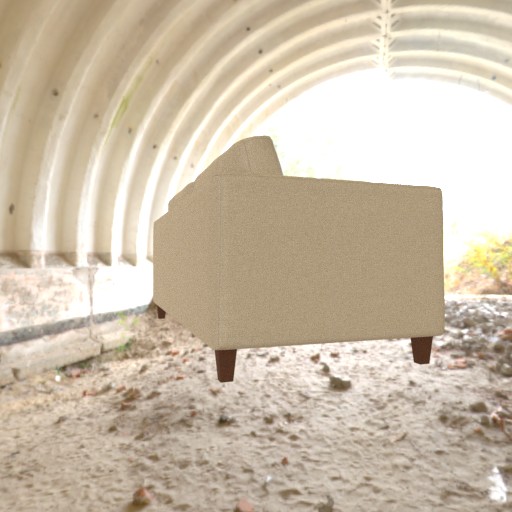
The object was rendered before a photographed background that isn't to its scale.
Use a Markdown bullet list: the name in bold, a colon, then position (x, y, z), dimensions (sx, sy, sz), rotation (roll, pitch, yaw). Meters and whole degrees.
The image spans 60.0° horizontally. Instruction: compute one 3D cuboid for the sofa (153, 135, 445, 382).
- **sofa**: position (0.000, 0.000, 2.515), dimensions (0.965, 0.889, 1.981), rotation (0, -1, -19)
